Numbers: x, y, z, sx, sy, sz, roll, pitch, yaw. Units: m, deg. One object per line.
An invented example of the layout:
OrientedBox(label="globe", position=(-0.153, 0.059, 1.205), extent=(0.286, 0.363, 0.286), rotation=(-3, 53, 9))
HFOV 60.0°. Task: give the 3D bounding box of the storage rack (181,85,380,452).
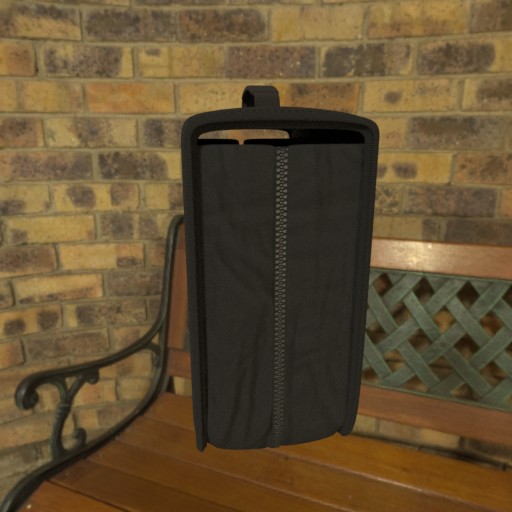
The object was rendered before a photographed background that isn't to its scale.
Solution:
OrientedBox(label="storage rack", position=(0.000, 0.000, 0.538), extent=(0.168, 0.387, 0.297), rotation=(-3, 16, -9))
